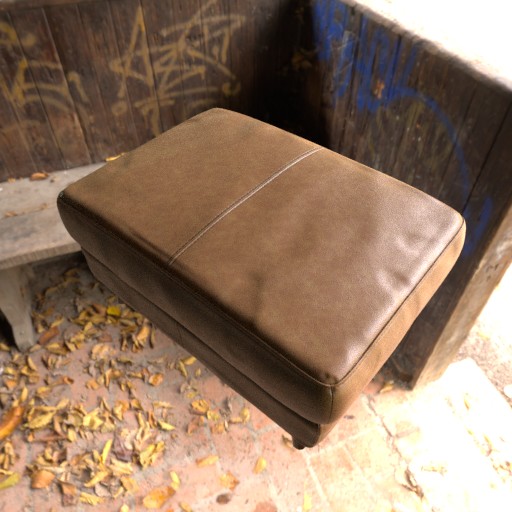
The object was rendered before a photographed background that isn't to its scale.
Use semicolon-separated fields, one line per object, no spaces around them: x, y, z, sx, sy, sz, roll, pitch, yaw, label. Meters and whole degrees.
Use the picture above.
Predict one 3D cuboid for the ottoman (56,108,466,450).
0.000;0.000;1.193;0.869;0.461;0.630;31;54;27;ottoman
